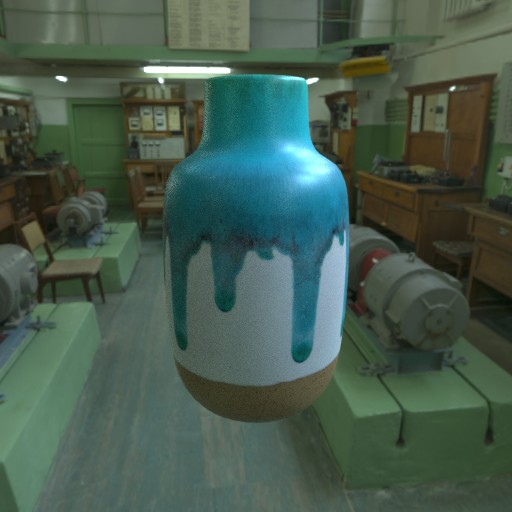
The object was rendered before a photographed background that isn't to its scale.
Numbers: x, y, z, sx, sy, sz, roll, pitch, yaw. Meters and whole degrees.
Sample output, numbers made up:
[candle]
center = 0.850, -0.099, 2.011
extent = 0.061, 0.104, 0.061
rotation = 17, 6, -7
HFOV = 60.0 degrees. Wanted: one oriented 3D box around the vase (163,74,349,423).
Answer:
[vase]
center = 0.000, 0.000, 0.258
extent = 0.106, 0.192, 0.106
rotation = 0, 17, 0
